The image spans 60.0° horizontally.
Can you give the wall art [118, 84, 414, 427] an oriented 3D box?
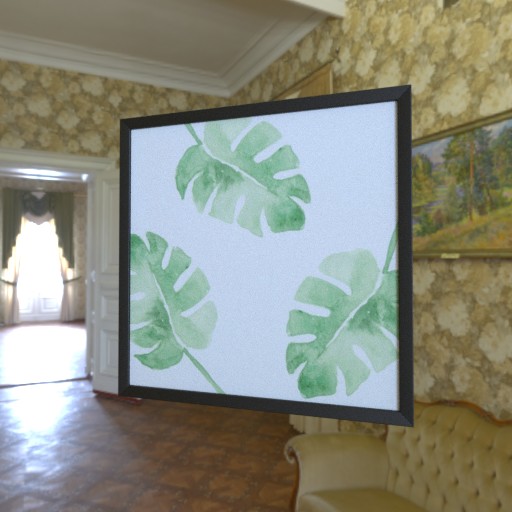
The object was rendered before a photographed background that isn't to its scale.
[{"bbox_3d":[0.000,0.000,0.457,0.304,0.304,0.038,0,-1,18],"label":"wall art"}]
